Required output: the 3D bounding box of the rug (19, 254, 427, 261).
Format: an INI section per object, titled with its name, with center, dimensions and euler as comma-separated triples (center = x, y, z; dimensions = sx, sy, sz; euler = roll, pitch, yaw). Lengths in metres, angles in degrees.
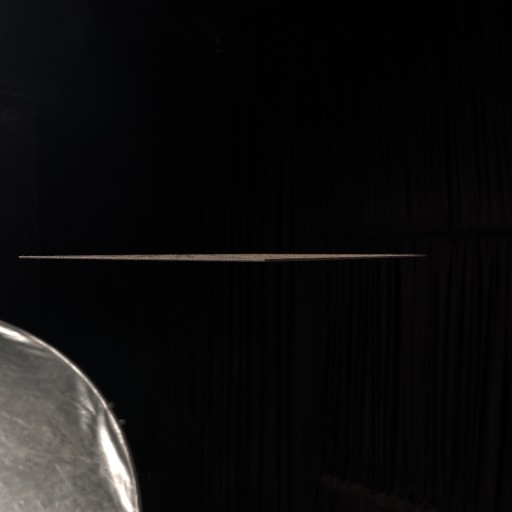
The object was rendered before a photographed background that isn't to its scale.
[rug]
center = 0.000, 0.000, 4.252
dimensions = 2.382, 0.018, 3.294
euler = 0, 1, 34
